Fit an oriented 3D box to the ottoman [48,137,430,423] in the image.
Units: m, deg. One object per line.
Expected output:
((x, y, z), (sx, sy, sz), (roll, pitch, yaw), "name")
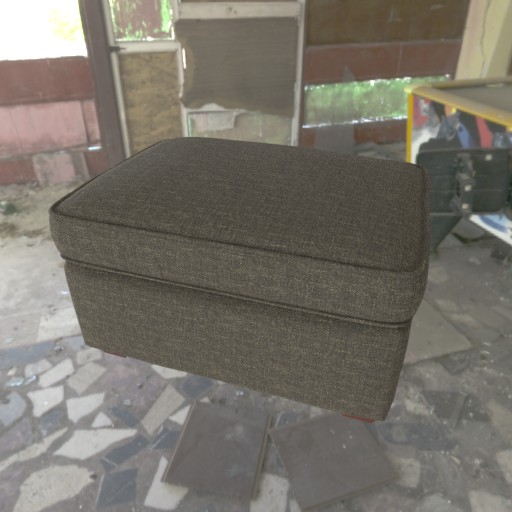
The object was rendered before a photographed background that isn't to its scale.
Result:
((0.000, 0.000, 1.086), (0.749, 0.450, 0.549), (10, 33, 16), "ottoman")
